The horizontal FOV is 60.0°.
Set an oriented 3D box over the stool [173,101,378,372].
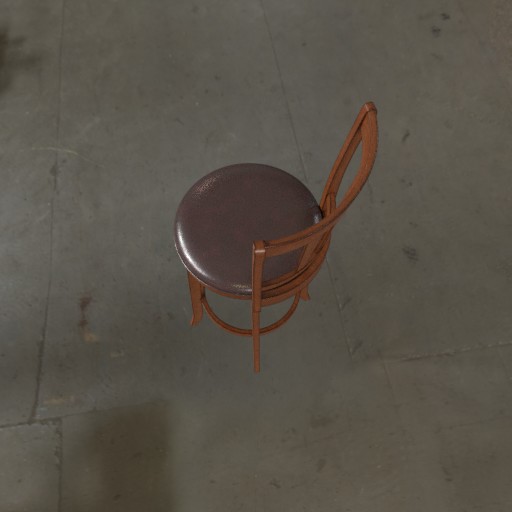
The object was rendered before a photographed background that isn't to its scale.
[{"bbox_3d":[0.000,0.000,1.473,0.503,1.177,0.464,33,68,15],"label":"stool"}]
